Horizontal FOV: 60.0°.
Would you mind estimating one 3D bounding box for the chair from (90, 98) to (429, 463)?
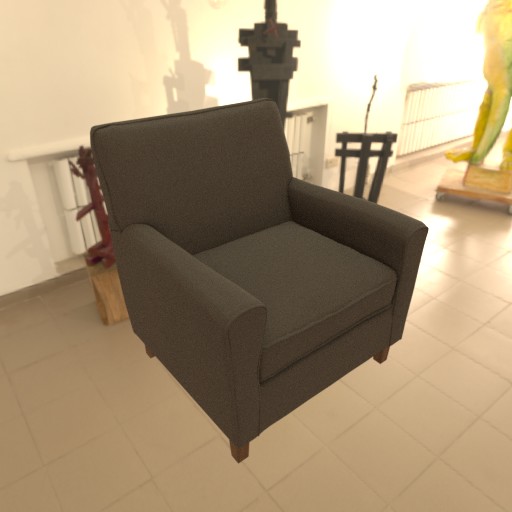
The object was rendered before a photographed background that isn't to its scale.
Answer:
[{"bbox_3d":[0.000,0.000,1.616,0.836,0.911,0.831,-22,37,-32],"label":"chair"}]
